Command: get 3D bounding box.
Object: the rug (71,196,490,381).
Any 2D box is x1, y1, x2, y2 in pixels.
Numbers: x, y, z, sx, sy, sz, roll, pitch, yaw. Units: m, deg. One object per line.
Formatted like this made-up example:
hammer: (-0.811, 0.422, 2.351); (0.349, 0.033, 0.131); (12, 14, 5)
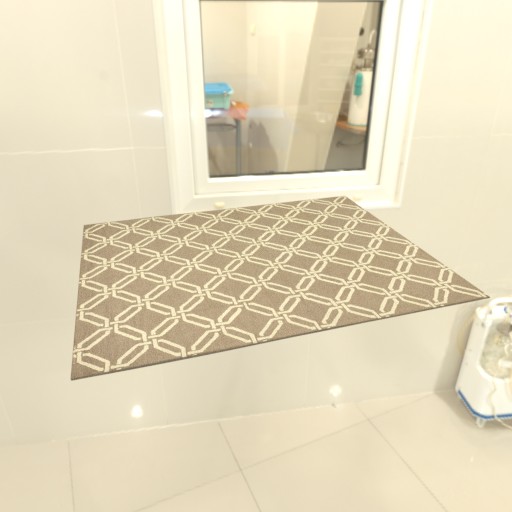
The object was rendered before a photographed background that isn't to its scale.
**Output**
rug: (0.000, 0.000, 3.842); (2.895, 0.018, 2.288); (-8, 29, -15)
